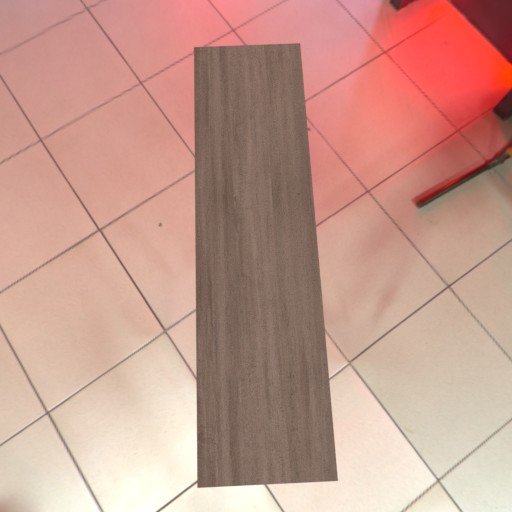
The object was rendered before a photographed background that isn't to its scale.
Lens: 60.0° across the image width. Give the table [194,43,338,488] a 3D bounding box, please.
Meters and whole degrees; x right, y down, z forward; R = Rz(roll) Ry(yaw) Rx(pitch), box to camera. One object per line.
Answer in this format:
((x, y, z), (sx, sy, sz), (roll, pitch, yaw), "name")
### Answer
((0.000, 0.000, 1.717), (0.400, 0.530, 1.500), (-2, 74, -1), "table")
